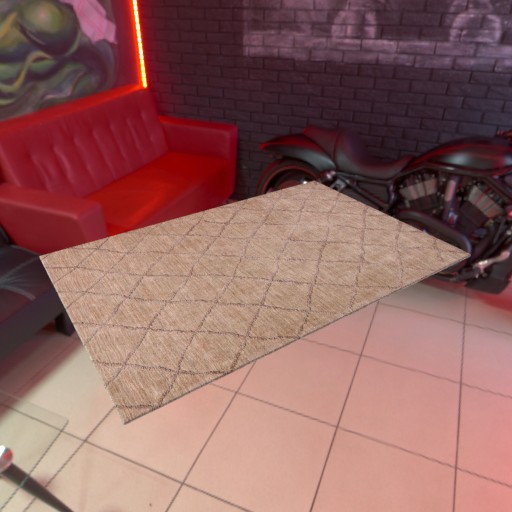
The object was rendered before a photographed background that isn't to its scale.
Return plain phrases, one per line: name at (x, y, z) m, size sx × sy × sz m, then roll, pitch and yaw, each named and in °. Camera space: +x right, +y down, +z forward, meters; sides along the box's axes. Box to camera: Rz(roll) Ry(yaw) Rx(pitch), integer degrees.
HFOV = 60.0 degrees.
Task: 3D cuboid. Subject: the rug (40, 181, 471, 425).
rug at (0.000, 0.000, 2.815) m, size 2.280 × 0.015 × 1.521 m, roll -19°, pitch 36°, yaw -29°
